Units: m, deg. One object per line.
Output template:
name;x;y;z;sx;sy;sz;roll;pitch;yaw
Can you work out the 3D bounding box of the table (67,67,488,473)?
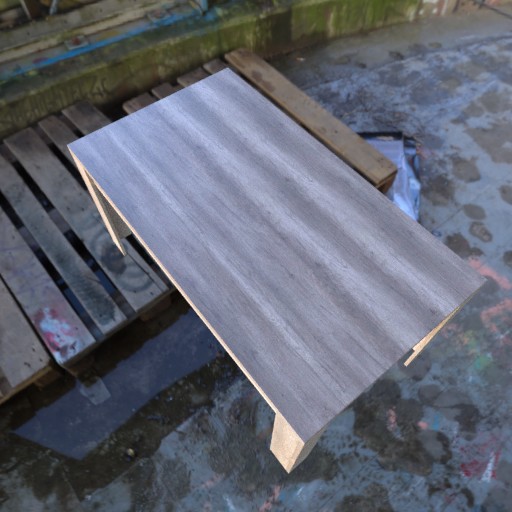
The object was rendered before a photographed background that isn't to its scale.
table;0.000;0.000;2.137;0.900;0.775;1.600;-34;64;-19
